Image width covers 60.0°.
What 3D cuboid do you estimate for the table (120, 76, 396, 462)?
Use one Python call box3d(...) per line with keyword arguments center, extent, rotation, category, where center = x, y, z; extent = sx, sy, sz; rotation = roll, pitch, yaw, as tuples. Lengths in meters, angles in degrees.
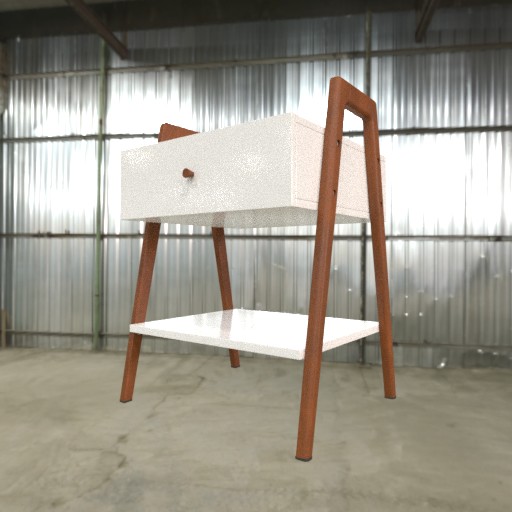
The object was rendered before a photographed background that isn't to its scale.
box3d(center=(0.000, 0.000, 0.932), extent=(0.457, 0.610, 0.405), rotation=(0, 0, 37), category="table")
